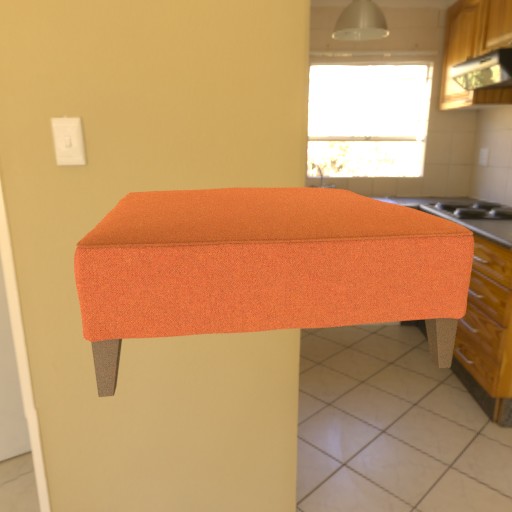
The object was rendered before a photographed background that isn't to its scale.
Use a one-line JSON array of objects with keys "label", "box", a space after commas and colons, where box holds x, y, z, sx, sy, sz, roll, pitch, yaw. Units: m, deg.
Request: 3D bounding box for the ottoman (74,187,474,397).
[{"label": "ottoman", "box": [0.000, 0.000, 1.559, 0.999, 0.438, 0.997, -2, 15, -9]}]
